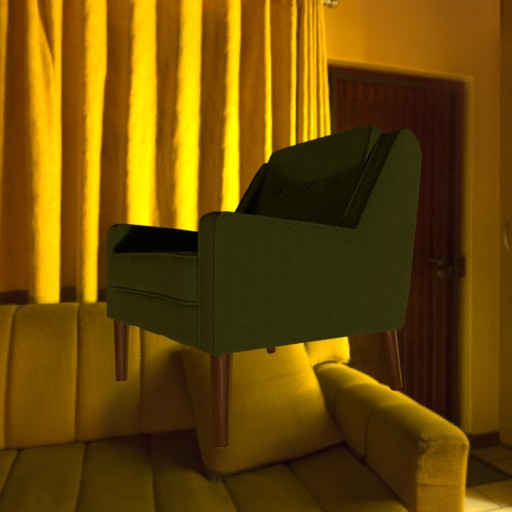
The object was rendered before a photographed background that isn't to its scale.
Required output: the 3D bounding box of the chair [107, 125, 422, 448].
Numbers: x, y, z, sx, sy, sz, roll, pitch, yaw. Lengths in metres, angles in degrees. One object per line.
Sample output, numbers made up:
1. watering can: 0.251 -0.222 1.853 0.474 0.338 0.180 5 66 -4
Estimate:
1. chair: 0.000 0.000 1.352 0.743 0.792 0.663 -1 1 -37
